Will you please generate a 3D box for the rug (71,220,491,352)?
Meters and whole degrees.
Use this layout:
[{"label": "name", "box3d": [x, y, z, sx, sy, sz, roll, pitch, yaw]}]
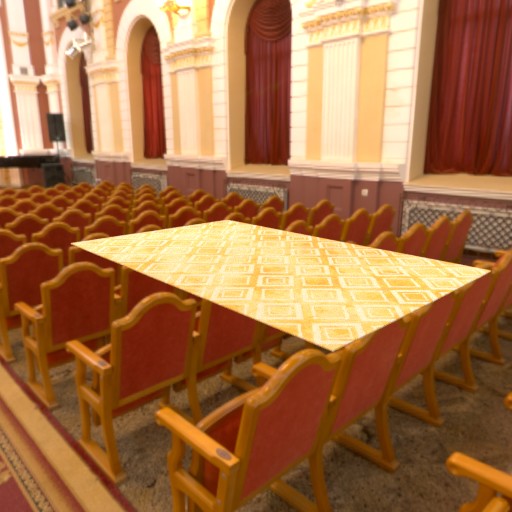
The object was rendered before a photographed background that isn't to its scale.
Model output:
[{"label": "rug", "box3d": [0.000, 0.000, 2.950, 1.511, 0.010, 2.424, -13, 19, -42]}]
